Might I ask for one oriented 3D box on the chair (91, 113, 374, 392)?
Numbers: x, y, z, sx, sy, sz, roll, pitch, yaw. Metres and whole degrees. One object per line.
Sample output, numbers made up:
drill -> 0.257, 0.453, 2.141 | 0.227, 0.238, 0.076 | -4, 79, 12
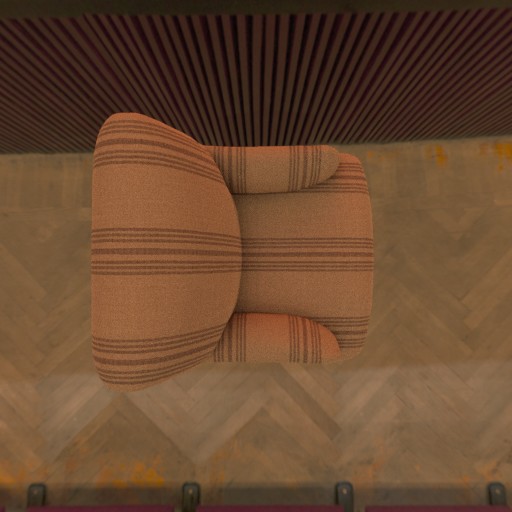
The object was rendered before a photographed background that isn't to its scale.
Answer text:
chair -> 0.000, 0.000, 1.599 | 0.914, 0.940, 0.813 | 0, 89, 0
